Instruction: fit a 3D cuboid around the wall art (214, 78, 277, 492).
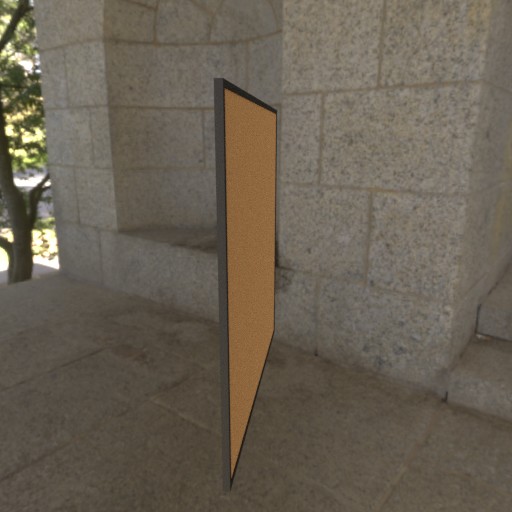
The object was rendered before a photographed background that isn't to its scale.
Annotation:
[{"bbox_3d":[0.000,0.000,0.993,0.015,0.663,0.664,2,15,9],"label":"wall art"}]
